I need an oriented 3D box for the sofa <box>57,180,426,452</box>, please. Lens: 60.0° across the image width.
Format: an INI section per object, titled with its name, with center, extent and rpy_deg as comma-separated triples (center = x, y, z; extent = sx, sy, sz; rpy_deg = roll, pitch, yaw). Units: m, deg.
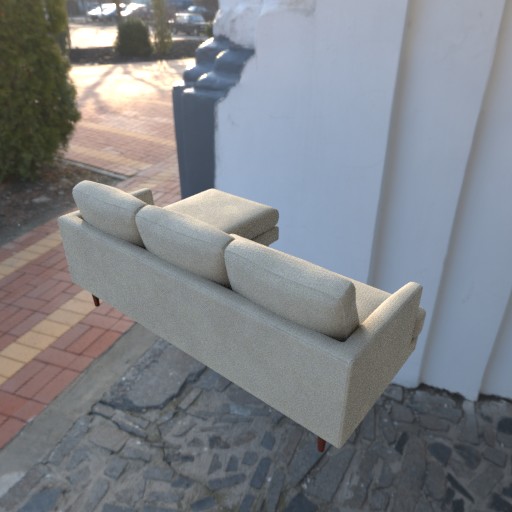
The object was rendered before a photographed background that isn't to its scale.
[sofa]
center = 0.000, 0.000, 2.960
extent = 2.233, 0.956, 1.504
rpy_deg = 22, 36, 34
